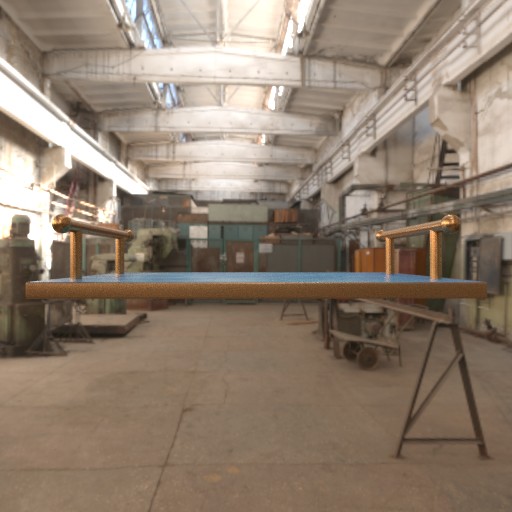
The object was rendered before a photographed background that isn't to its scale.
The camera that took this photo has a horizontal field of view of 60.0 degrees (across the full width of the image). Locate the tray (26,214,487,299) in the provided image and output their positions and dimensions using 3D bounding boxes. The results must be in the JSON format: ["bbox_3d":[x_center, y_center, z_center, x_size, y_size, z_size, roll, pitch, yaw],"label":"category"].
[{"bbox_3d":[0.000,0.000,0.577,0.444,0.084,0.304,0,0,-1],"label":"tray"}]
